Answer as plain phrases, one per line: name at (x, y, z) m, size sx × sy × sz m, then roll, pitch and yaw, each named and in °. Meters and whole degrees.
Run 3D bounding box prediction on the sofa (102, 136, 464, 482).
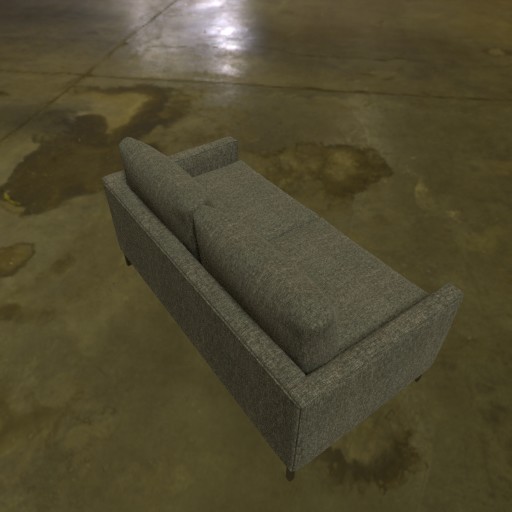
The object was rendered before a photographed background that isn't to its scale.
sofa at (0.000, 0.000, 2.203) m, size 0.866 × 0.862 × 1.716 m, roll -25°, pitch 47°, yaw -26°
